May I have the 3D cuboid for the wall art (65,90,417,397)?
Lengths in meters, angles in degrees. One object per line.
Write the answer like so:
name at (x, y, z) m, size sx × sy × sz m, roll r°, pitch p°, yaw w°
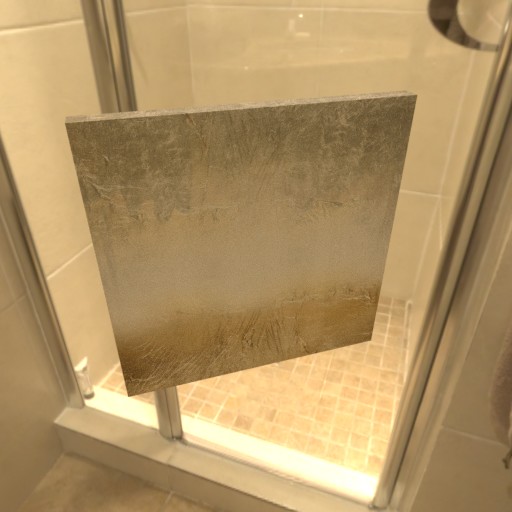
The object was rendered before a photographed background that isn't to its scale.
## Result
wall art at (0.000, 0.000, 0.917) m, size 0.610 × 0.610 × 0.038 m, roll -10°, pitch 34°, yaw -14°
